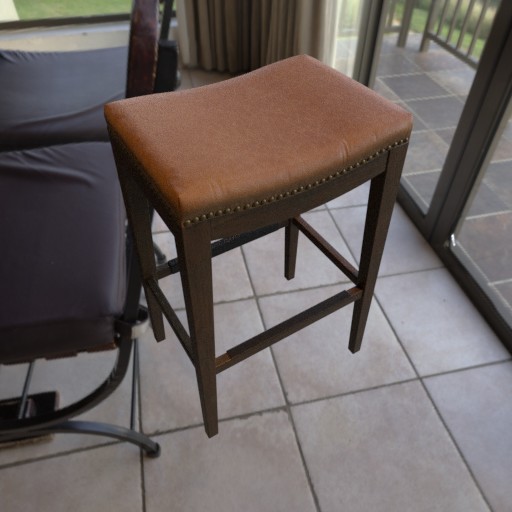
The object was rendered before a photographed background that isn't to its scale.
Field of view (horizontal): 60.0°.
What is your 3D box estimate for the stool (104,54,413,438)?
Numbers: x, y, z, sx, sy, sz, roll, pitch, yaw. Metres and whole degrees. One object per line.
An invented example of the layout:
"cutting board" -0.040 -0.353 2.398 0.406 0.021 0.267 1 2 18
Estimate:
"stool" 0.000 0.000 1.059 0.500 0.759 0.361 -24 50 -22
